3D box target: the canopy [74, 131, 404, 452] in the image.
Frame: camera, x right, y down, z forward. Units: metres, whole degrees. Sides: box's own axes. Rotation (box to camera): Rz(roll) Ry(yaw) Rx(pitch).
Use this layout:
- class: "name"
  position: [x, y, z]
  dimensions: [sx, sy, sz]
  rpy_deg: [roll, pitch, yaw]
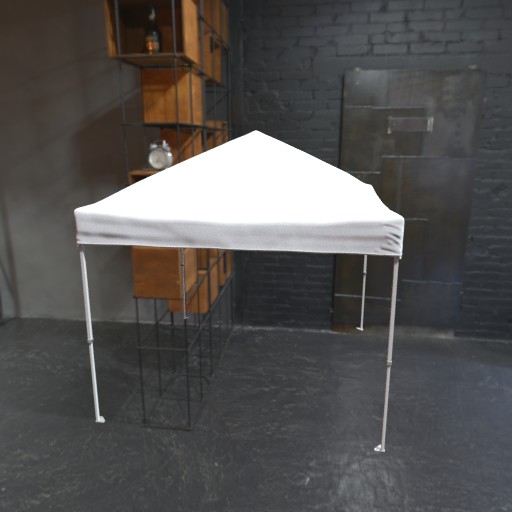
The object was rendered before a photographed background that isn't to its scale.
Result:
- class: "canopy"
  position: [0.000, 0.000, 5.504]
  dimensions: [2.996, 2.997, 2.998]
  rpy_deg: [2, 14, 9]
